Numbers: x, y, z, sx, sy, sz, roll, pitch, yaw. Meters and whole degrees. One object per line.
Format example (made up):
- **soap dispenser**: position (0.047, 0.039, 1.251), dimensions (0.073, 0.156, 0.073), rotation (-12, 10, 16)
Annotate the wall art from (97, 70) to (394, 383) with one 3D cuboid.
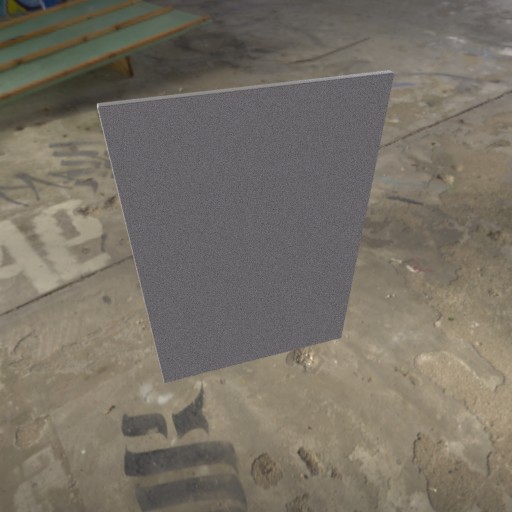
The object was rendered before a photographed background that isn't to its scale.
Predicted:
- **wall art**: position (0.000, 0.000, 0.634), dimensions (0.329, 0.482, 0.011), rotation (-11, 43, -13)
